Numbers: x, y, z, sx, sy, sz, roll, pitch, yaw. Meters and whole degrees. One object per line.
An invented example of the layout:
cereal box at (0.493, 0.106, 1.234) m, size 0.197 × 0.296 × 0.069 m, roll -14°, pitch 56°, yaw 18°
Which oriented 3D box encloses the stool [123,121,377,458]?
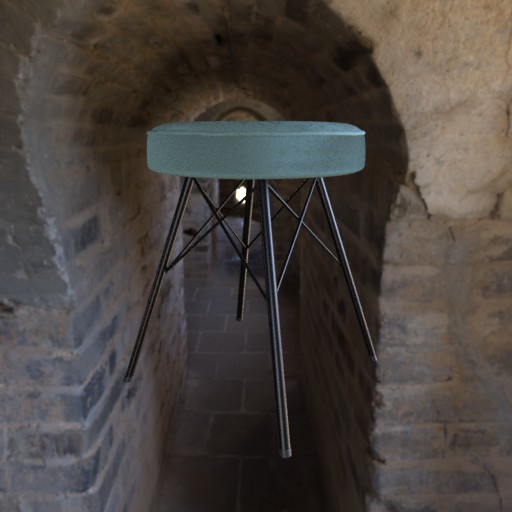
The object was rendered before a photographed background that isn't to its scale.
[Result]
stool at (0.000, 0.000, 0.905) m, size 0.458 × 0.519 × 0.457 m, roll 14°, pitch 21°, yaw 42°
